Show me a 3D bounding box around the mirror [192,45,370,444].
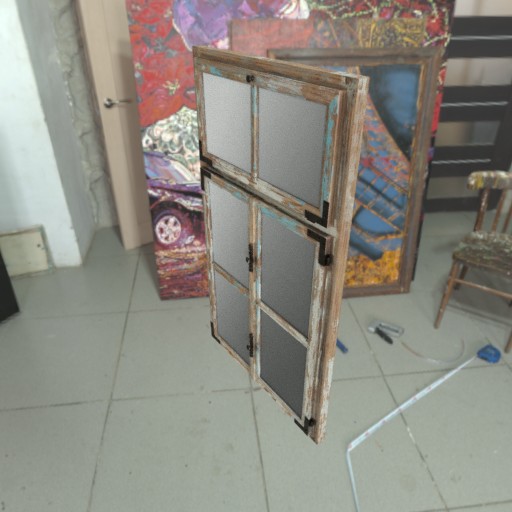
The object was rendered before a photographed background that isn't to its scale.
[{"bbox_3d":[0.000,0.000,1.482,0.083,1.213,0.707,-21,37,-30],"label":"mirror"}]
